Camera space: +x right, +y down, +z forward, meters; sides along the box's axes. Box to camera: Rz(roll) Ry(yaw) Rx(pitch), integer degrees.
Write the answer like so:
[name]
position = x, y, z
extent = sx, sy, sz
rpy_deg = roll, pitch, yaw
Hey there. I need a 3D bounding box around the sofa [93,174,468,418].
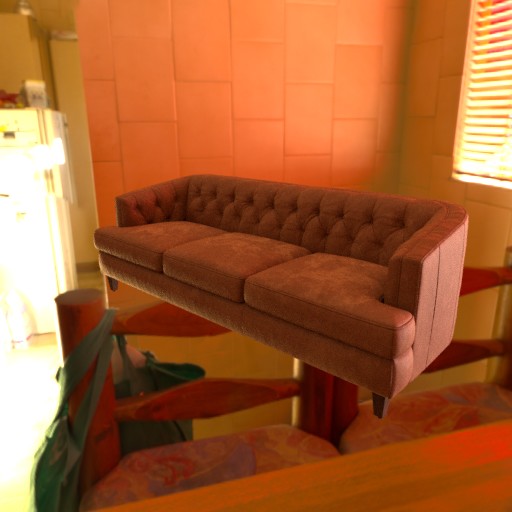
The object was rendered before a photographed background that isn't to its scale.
[sofa]
position = 0.000, 0.000, 2.639
extent = 2.257, 0.791, 0.922
rpy_deg = 15, 22, 41
